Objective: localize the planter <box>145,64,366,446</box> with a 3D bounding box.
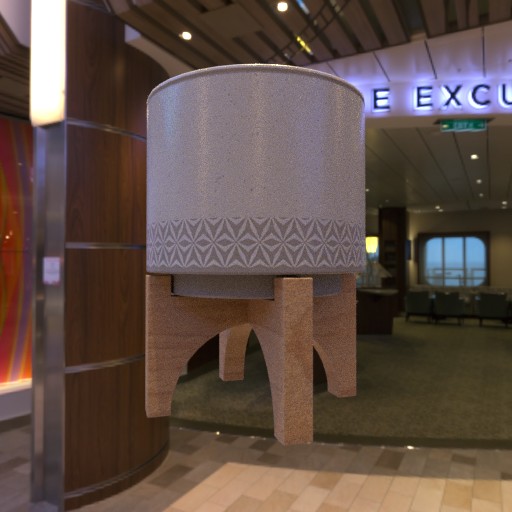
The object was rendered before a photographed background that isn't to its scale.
[{"bbox_3d":[0.000,0.000,0.270,0.130,0.178,0.130,0,-1,0],"label":"planter"}]
